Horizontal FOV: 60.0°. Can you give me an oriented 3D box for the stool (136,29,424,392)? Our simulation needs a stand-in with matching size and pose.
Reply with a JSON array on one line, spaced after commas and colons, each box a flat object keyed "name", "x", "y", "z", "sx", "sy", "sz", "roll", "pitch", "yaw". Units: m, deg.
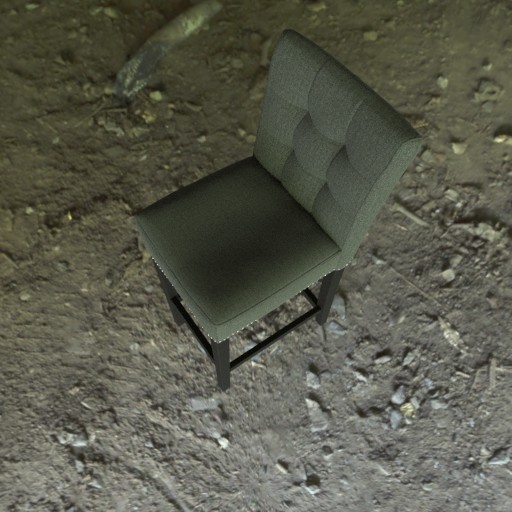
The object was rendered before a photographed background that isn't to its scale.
[{"name": "stool", "x": 0.000, "y": 0.000, "z": 1.303, "sx": 0.548, "sy": 1.047, "sz": 0.411, "roll": -34, "pitch": 68, "yaw": -16}]
